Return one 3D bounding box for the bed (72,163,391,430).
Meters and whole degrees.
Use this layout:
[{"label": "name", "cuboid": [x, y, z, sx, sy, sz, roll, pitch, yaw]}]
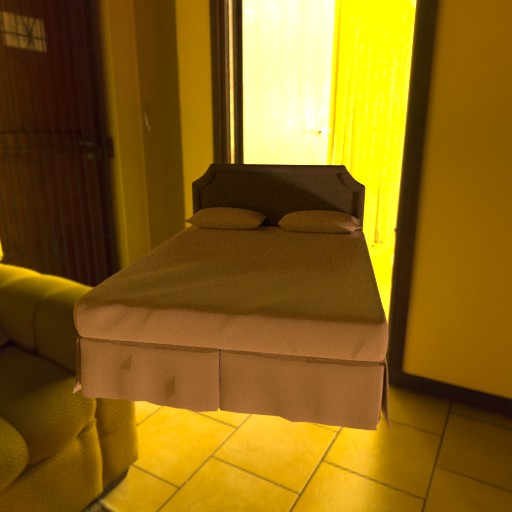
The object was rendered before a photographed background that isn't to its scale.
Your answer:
[{"label": "bed", "cuboid": [0.000, 0.000, 3.620, 1.977, 1.306, 2.464, 3, 16, 10]}]
